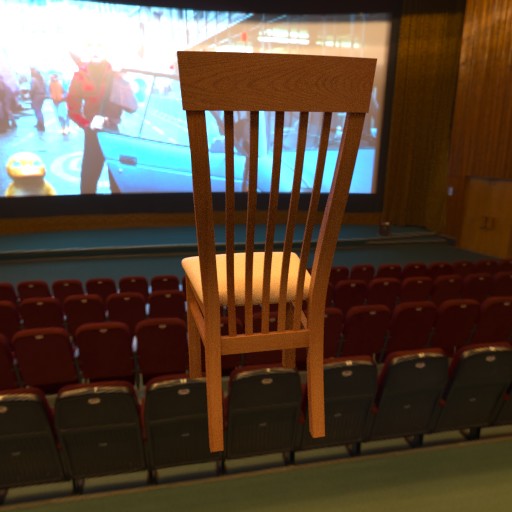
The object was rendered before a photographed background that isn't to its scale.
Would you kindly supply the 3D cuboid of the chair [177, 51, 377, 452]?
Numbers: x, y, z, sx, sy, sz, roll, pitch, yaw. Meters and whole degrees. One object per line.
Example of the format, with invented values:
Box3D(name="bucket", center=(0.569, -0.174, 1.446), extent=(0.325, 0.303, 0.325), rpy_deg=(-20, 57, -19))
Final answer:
Box3D(name="chair", center=(0.000, 0.000, 1.359), extent=(0.450, 1.050, 0.580), rpy_deg=(-3, 15, -11))
